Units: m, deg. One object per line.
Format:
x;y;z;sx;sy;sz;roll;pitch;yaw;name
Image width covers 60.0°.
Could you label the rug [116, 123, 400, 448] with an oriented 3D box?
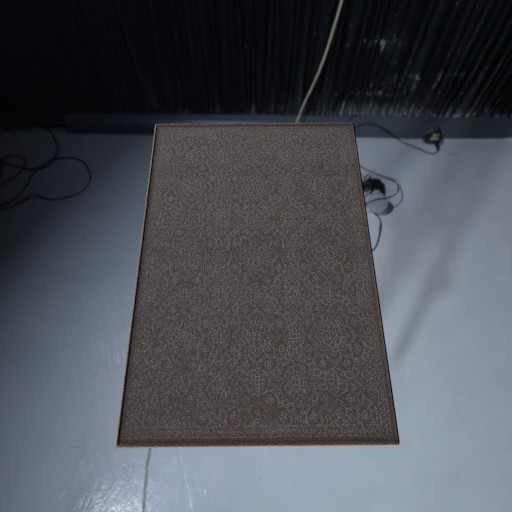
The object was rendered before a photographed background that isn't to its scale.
0.000;0.000;2.888;1.524;0.011;2.286;0;63;0;rug
